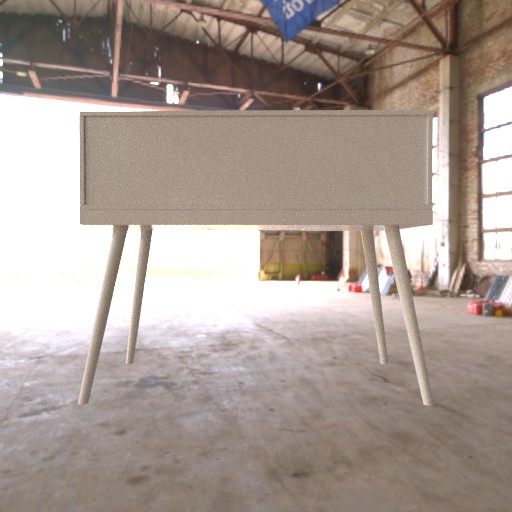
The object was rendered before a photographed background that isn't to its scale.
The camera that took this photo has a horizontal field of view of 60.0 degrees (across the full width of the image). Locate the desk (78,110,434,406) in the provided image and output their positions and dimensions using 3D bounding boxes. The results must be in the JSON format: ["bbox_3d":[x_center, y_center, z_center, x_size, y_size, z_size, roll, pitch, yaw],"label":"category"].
[{"bbox_3d":[0.000,0.000,1.754,1.199,0.990,0.559,0,1,1],"label":"desk"}]
